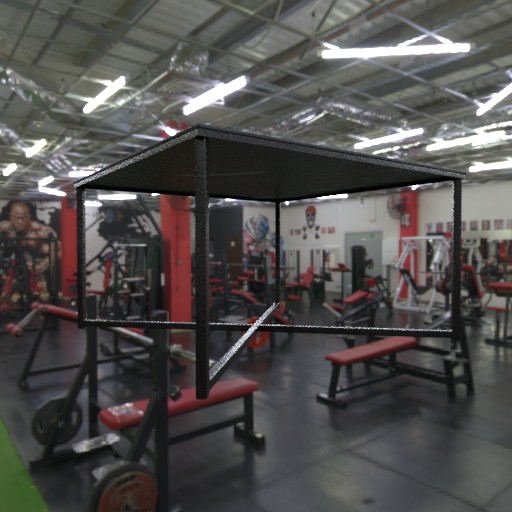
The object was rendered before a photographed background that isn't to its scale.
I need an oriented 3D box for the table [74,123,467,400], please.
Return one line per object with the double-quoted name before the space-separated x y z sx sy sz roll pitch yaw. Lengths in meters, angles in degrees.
"table" 0.000 0.000 1.270 0.800 0.450 0.800 -1 2 -36
